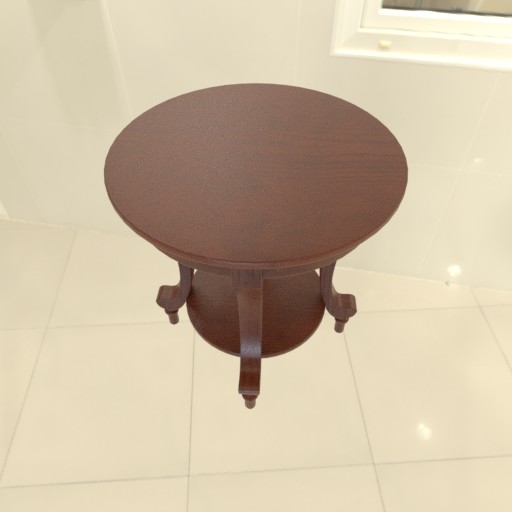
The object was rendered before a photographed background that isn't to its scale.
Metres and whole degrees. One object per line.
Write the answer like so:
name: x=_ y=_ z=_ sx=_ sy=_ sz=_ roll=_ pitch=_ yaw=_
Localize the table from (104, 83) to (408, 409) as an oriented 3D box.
table: x=0.000 y=0.000 z=1.113 sx=0.597 sy=0.612 sz=0.597 roll=0 pitch=47 yaw=0
